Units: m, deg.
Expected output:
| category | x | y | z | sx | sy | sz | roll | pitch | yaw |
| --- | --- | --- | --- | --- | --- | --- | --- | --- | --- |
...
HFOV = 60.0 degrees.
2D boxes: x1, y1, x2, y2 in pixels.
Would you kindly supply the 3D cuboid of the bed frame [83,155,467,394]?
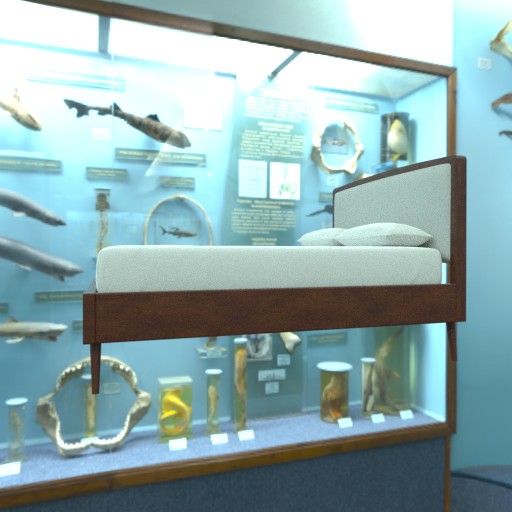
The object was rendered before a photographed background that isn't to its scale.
| category | x | y | z | sx | sy | sz | roll | pitch | yaw |
| --- | --- | --- | --- | --- | --- | --- | --- | --- | --- |
| bed frame | 0.000 | 0.000 | 3.105 | 2.171 | 1.279 | 1.587 | 0 | 1 | -18 |
